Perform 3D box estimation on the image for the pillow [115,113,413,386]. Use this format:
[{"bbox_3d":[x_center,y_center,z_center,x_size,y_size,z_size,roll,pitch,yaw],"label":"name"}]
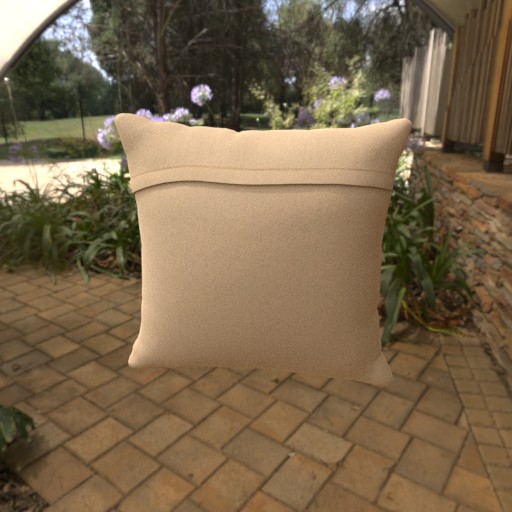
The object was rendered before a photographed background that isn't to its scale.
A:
[{"bbox_3d":[0.000,0.000,0.824,0.536,0.506,0.229,2,17,7],"label":"pillow"}]
